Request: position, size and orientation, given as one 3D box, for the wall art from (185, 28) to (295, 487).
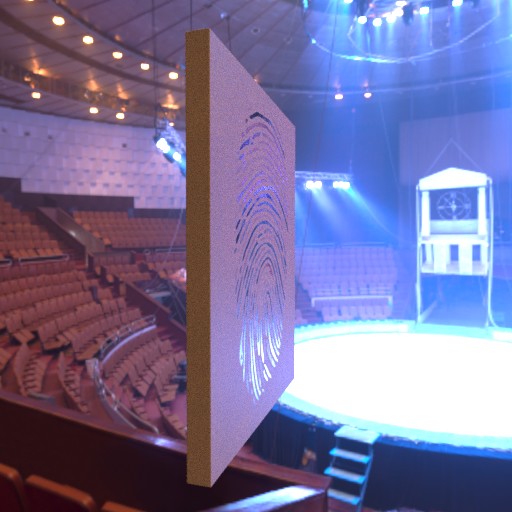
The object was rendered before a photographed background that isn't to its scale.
[{"bbox_3d":[0.000,0.000,0.830,0.037,0.606,0.508,0,2,18],"label":"wall art"}]
